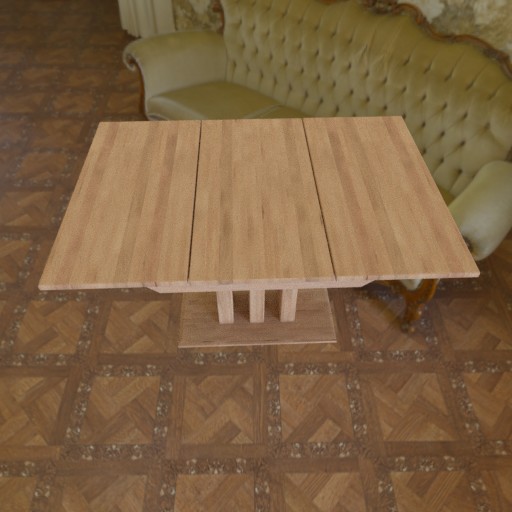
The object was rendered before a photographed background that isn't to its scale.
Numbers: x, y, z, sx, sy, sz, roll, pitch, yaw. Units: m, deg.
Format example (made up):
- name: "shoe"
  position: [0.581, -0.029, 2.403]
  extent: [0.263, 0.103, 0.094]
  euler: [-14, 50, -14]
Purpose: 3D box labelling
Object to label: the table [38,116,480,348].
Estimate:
- name: "table"
  position: [0.000, 0.000, 1.886]
  extent: [1.300, 0.770, 0.900]
  euler: [-2, 47, -2]
